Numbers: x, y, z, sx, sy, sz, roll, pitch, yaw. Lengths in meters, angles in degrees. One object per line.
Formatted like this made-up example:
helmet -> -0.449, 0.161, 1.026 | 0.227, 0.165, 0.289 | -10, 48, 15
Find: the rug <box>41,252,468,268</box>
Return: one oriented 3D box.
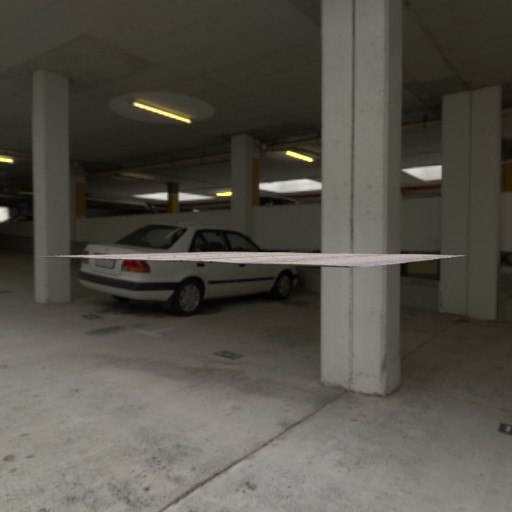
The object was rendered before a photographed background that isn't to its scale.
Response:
rug -> 0.000, 0.000, 3.878 | 3.000, 0.012, 2.371 | 1, 2, 35
